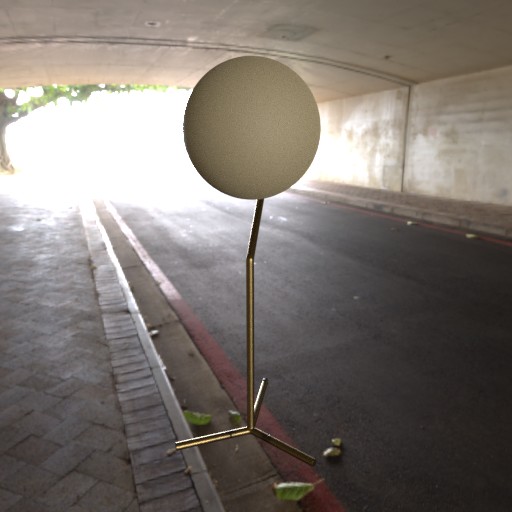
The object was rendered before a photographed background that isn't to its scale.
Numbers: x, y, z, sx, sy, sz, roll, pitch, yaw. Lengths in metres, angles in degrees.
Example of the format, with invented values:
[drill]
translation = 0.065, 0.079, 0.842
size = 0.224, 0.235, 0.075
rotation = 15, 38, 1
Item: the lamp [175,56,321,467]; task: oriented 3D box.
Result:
[lamp]
translation = 0.000, 0.000, 0.677
size = 0.210, 0.552, 0.251
rotation = 2, 14, 10
